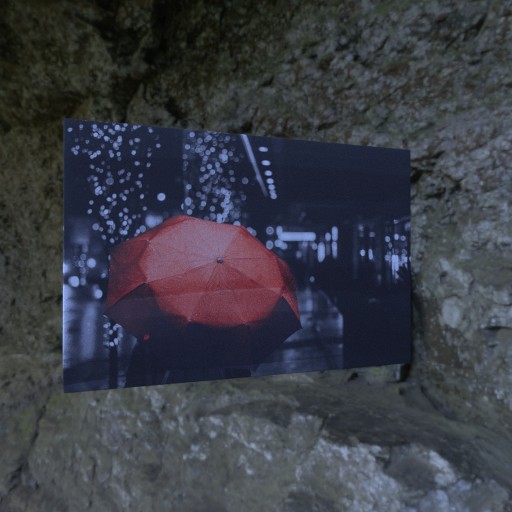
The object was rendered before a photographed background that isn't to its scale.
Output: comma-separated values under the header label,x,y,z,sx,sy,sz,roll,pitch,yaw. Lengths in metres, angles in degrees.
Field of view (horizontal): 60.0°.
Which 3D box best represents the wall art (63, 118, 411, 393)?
label,x,y,z,sx,sy,sz,roll,pitch,yaw
wall art,0.000,0.000,0.765,0.609,0.406,0.037,0,0,-18
